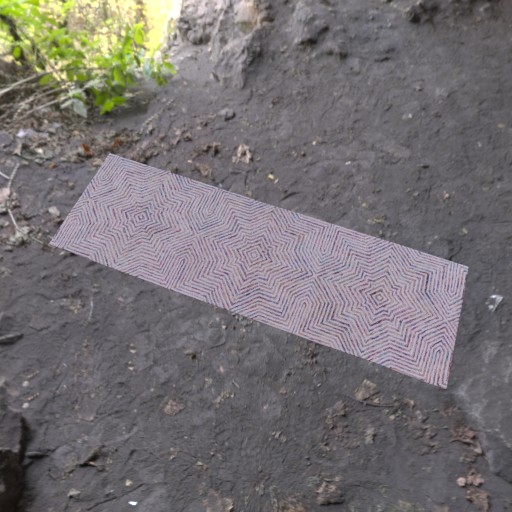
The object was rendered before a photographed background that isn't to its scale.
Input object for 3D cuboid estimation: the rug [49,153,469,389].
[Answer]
[{"bbox_3d":[0.000,0.000,2.692,2.443,0.009,0.771,19,65,9],"label":"rug"}]
